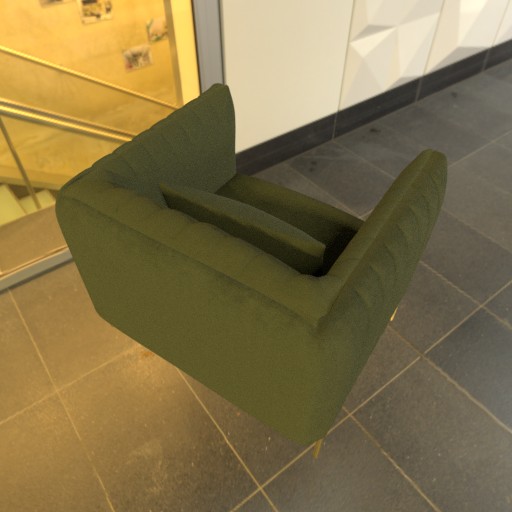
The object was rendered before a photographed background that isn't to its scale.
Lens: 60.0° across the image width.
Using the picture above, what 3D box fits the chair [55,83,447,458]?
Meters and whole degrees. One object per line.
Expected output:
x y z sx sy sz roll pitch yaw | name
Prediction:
0.000 0.000 1.638 1.032 0.794 0.877 26 52 22 | chair
